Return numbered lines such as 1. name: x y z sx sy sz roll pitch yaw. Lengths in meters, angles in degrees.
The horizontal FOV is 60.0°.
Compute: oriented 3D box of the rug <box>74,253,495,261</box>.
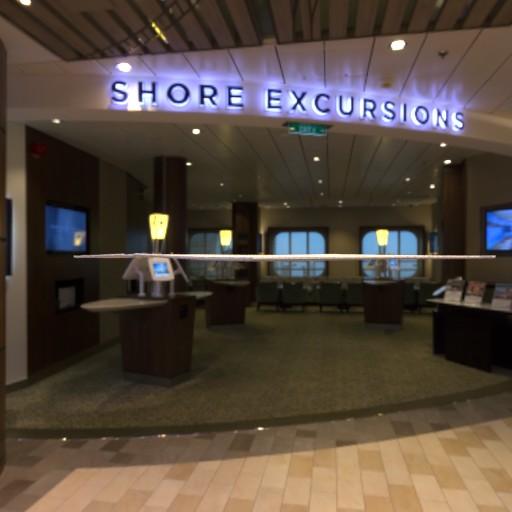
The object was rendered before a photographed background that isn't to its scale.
1. rug: 0.000 0.000 4.168 2.467 0.046 3.245 0 0 -36
